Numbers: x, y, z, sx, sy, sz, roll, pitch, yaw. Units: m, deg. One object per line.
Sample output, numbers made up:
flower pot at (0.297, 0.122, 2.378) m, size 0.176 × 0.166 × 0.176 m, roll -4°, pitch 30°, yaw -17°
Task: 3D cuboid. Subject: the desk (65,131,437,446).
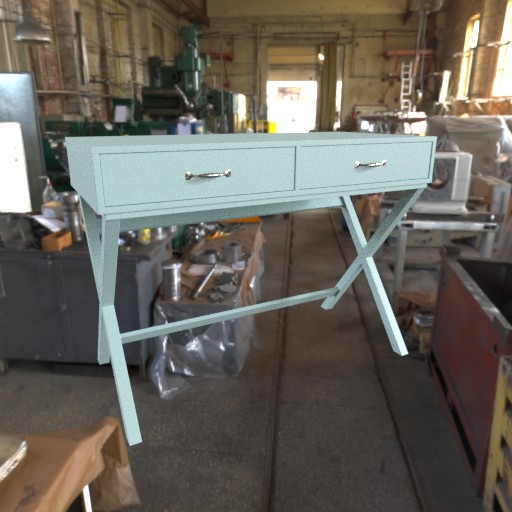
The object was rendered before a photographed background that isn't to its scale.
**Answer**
desk at (0.000, 0.000, 1.503) m, size 1.057 × 0.780 × 0.525 m, roll -9°, pitch 20°, yaw -27°
